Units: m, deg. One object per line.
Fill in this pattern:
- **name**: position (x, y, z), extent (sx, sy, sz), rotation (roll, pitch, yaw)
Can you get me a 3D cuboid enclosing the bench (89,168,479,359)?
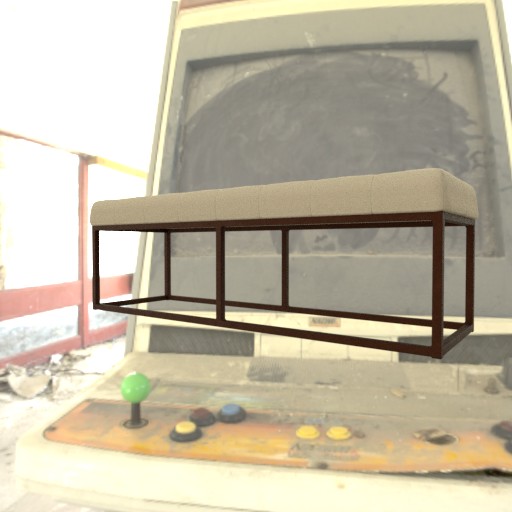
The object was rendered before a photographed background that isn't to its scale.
- **bench**: position (0.000, 0.000, 1.711), extent (1.488, 0.488, 0.479), rotation (1, 2, 36)
